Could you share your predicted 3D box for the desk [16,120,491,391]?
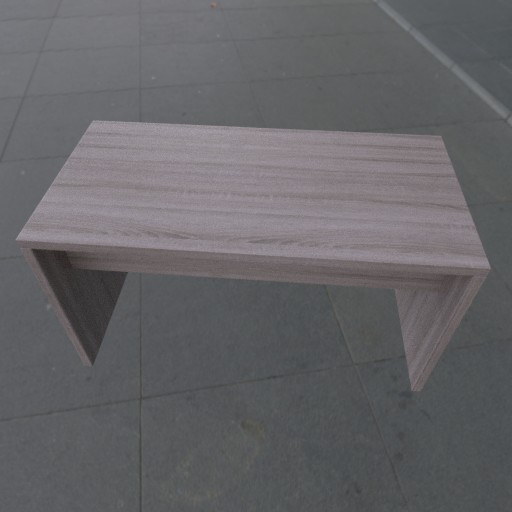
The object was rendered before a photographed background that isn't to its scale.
[{"bbox_3d":[0.000,0.000,1.786,1.380,0.745,0.690,3,47,3],"label":"desk"}]
